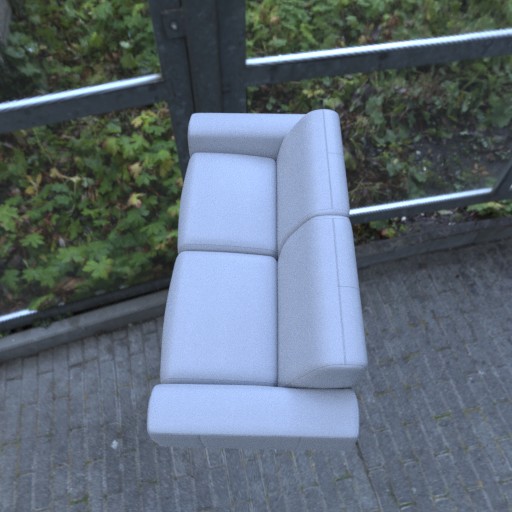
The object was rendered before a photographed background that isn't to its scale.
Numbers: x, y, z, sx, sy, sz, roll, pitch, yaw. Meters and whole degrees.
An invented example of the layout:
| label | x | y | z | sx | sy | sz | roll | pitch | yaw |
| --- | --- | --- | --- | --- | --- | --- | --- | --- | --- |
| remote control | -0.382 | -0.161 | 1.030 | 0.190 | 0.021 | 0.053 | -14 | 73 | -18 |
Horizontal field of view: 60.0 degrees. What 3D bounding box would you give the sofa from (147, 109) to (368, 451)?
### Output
| label | x | y | z | sx | sy | sz | roll | pitch | yaw |
| --- | --- | --- | --- | --- | --- | --- | --- | --- | --- |
| sofa | 0.000 | 0.000 | 2.387 | 0.900 | 0.772 | 1.901 | 1 | 58 | 1 |
